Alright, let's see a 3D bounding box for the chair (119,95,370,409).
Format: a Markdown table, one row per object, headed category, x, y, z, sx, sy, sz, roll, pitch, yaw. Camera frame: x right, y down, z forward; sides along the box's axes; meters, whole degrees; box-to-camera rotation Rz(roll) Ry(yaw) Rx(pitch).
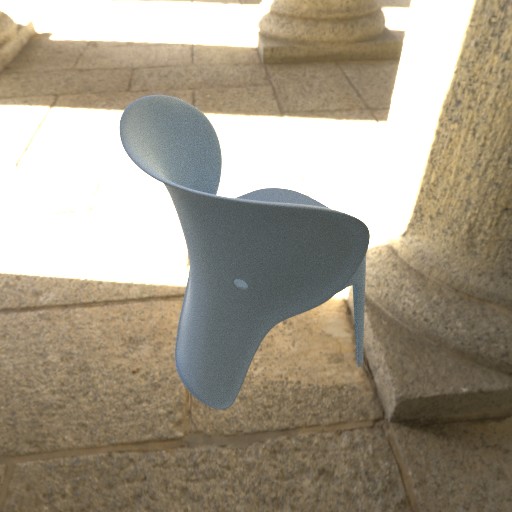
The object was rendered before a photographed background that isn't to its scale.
| category | x | y | z | sx | sy | sz | roll | pitch | yaw |
| --- | --- | --- | --- | --- | --- | --- | --- | --- | --- |
| chair | 0.000 | 0.000 | 0.865 | 0.402 | 0.554 | 0.451 | -25 | 47 | -26 |
